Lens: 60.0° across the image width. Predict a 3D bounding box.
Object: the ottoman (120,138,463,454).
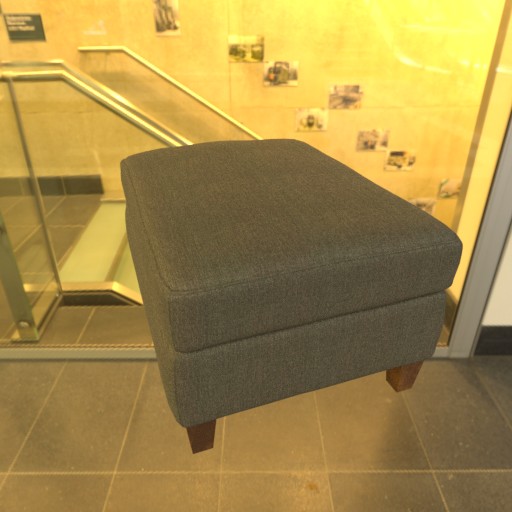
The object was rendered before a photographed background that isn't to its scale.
[{"bbox_3d":[0.000,0.000,1.221,0.639,0.496,0.826,-10,31,-17],"label":"ottoman"}]
